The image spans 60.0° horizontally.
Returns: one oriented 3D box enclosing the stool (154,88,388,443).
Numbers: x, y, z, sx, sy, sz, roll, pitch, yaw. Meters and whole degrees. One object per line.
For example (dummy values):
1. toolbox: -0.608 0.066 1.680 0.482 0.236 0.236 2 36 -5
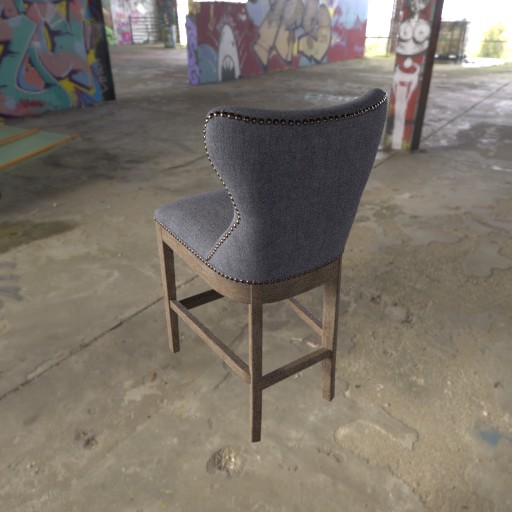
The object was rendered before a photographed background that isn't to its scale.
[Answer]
1. stool: 0.000 0.000 1.348 0.498 0.981 0.608 -18 34 -29
